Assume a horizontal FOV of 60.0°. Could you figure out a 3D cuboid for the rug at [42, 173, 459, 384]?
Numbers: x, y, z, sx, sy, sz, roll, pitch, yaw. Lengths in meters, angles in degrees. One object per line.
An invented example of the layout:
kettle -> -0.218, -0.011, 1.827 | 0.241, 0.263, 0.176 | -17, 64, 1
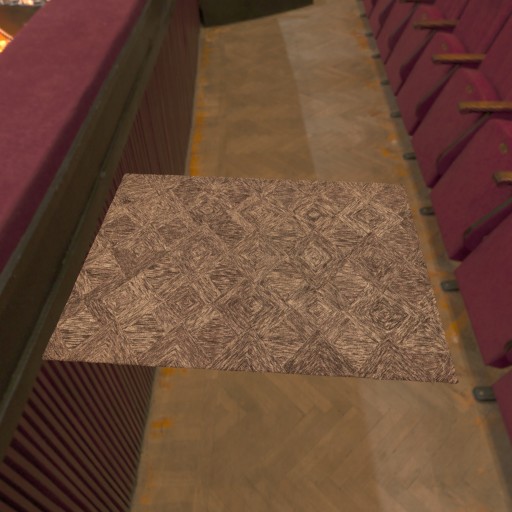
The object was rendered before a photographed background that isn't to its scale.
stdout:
rug -> 0.000, 0.000, 4.225 | 3.204, 0.017, 2.448 | 3, 46, 3
